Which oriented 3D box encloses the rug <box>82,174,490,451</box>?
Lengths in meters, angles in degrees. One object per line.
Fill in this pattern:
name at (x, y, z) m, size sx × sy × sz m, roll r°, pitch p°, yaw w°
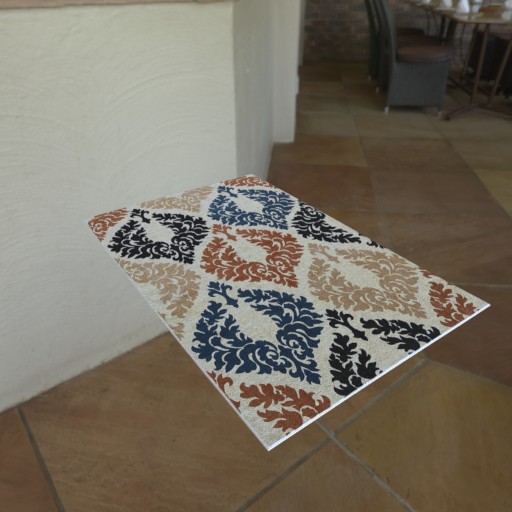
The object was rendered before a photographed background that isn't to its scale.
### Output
rug at (0.000, 0.000, 2.820) m, size 1.514 × 0.014 × 2.275 m, roll -21°, pitch 38°, yaw -29°
